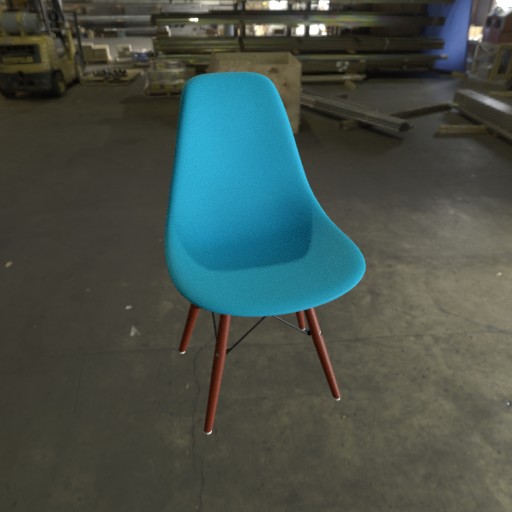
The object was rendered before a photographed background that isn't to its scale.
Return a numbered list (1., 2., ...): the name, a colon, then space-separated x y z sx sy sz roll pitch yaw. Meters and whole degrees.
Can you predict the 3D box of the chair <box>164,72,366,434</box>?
1. chair: 0.000 0.000 1.163 0.470 0.826 0.533 -9 32 -15
